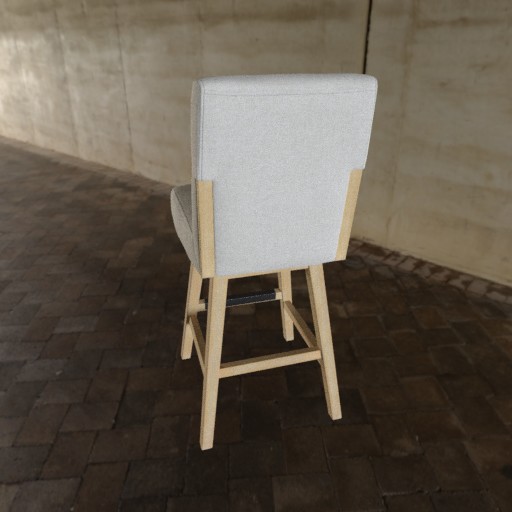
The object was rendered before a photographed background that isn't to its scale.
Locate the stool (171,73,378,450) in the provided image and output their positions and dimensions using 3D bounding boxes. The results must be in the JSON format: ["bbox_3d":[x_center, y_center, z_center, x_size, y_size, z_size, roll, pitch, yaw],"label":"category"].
[{"bbox_3d":[0.000,0.000,1.303,0.446,1.015,0.543,-7,26,-15],"label":"stool"}]
